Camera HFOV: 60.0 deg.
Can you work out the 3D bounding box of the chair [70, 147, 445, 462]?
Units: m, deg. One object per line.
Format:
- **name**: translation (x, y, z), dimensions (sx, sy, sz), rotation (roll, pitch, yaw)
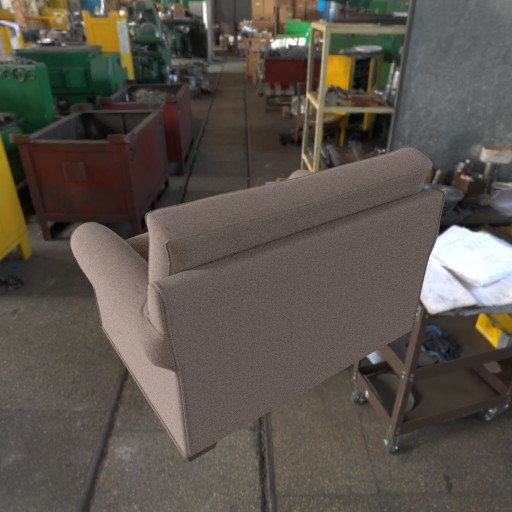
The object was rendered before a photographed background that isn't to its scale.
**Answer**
- **chair**: translation (0.000, 0.000, 1.981), dimensions (1.390, 0.930, 0.930), rotation (-19, 35, -30)
